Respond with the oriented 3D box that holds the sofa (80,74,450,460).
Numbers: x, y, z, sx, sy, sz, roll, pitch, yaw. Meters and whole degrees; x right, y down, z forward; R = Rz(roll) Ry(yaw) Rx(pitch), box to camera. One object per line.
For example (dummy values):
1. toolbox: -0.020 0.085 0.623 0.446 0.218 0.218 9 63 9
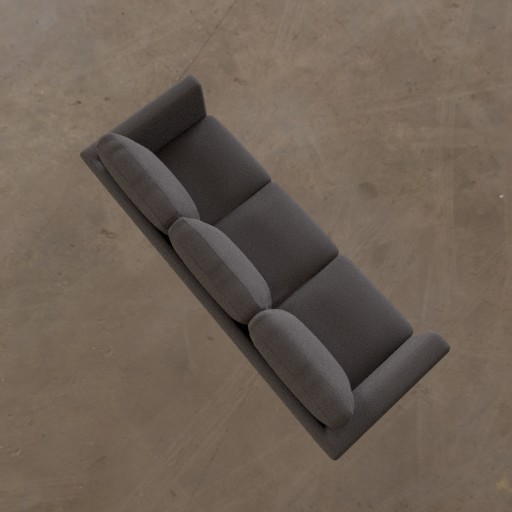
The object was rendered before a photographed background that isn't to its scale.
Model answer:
1. sofa: 0.000 0.000 2.488 0.802 0.912 2.029 -40 79 -10
